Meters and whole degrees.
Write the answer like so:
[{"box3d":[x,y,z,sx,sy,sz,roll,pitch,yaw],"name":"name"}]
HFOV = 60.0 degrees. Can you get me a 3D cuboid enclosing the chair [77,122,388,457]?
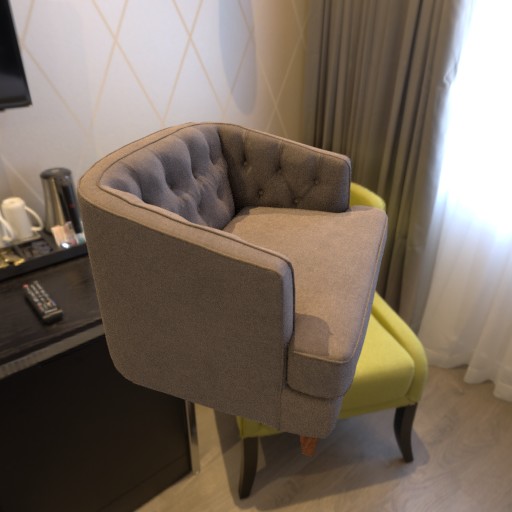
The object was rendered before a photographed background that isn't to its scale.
[{"box3d":[0.000,0.000,1.743,0.941,0.852,1.104,10,31,17],"name":"chair"}]
